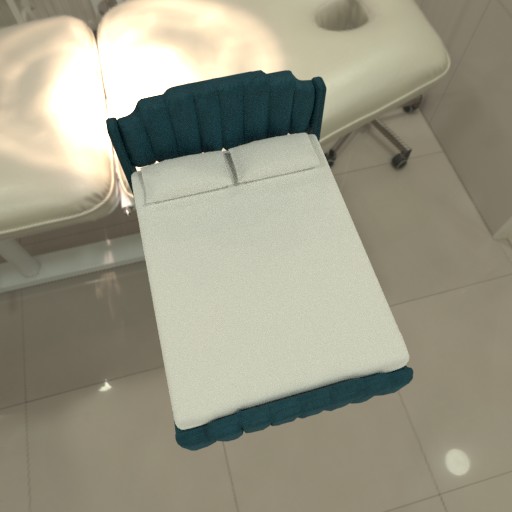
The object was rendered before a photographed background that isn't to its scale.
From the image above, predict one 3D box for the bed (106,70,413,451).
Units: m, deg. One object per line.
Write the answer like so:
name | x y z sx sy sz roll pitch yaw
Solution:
bed | 0.000 0.000 3.292 1.676 1.351 2.322 -14 65 -7
